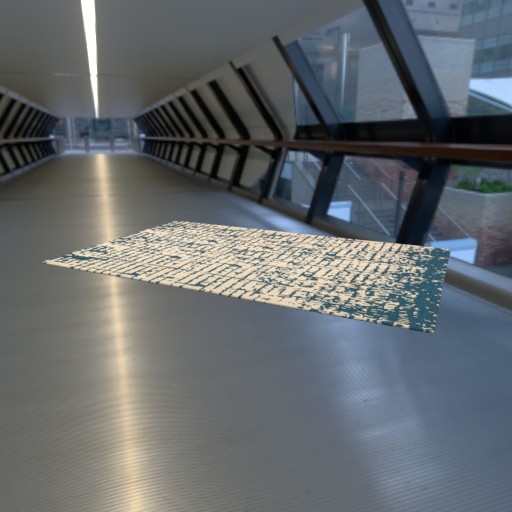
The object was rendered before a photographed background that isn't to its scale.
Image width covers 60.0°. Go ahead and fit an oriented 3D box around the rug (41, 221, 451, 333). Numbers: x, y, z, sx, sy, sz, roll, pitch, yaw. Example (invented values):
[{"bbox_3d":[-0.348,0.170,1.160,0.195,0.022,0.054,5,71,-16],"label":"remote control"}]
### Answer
[{"bbox_3d":[0.000,0.000,3.086,2.435,0.011,1.517,8,18,24],"label":"rug"}]
